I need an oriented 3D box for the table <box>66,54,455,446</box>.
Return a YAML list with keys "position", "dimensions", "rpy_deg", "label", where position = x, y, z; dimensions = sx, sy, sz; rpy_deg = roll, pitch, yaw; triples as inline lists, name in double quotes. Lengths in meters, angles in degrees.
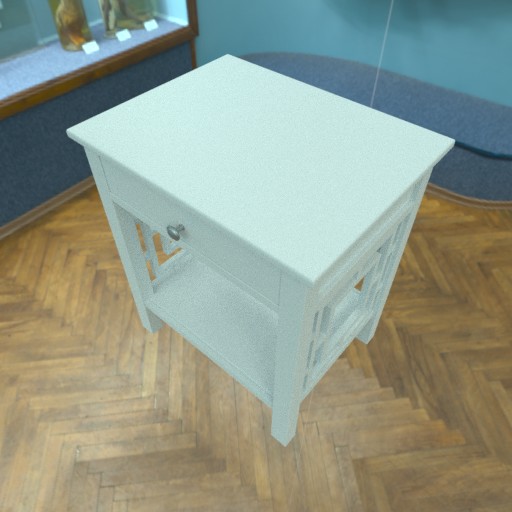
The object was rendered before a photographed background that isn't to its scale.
- position: [0.000, 0.000, 1.044]
  dimensions: [0.564, 0.646, 0.451]
  rpy_deg: [32, 55, 26]
  label: "table"
